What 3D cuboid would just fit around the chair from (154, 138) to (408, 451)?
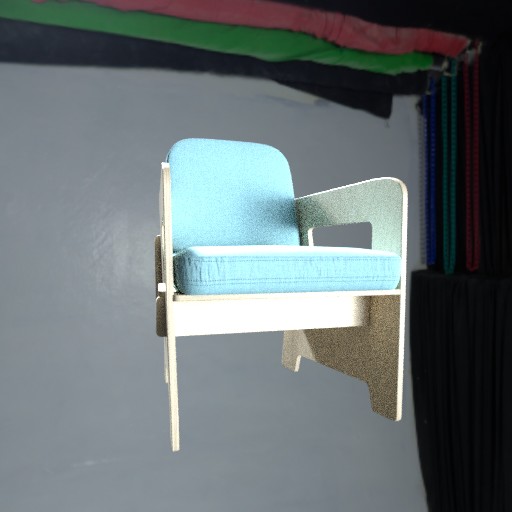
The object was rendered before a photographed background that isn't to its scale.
[{"bbox_3d":[0.000,0.000,1.258,0.590,0.800,0.710,0,0,-18],"label":"chair"}]
